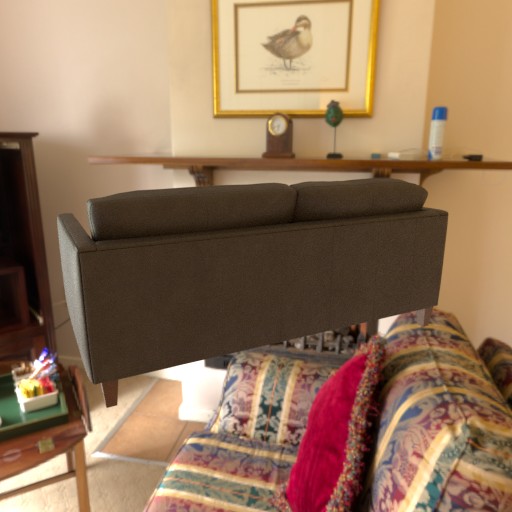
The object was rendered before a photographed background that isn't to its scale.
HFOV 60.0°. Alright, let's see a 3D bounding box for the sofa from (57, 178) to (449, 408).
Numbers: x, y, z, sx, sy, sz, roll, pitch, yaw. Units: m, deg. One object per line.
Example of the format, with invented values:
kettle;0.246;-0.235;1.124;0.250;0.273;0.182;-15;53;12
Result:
sofa;0.000;0.000;2.484;1.971;0.863;0.933;-7;16;-27
